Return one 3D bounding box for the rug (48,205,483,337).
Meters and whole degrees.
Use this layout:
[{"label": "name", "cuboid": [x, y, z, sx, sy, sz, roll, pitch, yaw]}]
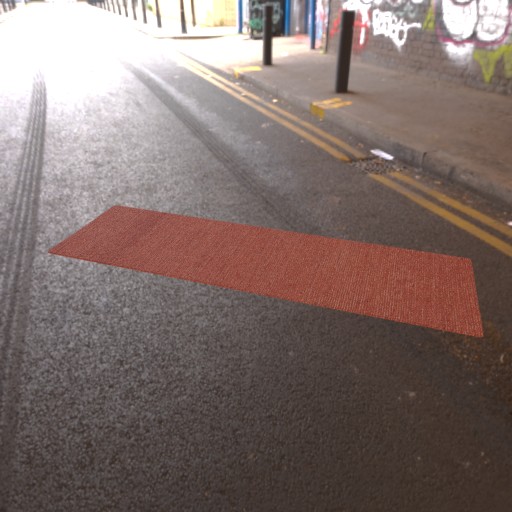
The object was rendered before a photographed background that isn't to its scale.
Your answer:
[{"label": "rug", "cuboid": [0.000, 0.000, 2.510, 2.307, 0.012, 0.687, 10, 32, 16]}]
